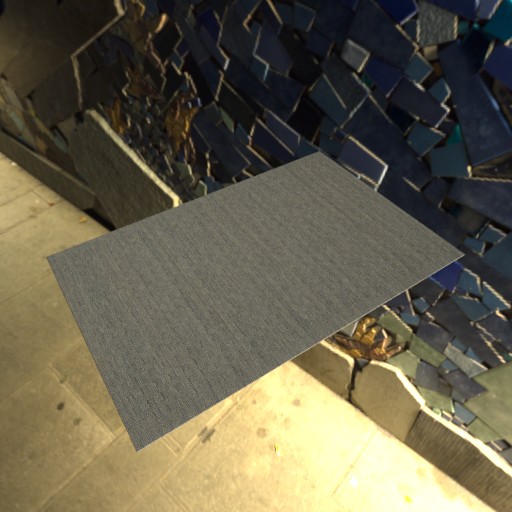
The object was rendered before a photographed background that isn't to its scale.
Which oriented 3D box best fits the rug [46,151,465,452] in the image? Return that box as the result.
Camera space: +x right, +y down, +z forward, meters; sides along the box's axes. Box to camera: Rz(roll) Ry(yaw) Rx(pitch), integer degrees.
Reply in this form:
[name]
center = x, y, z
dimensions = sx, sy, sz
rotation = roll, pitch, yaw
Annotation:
[rug]
center = 0.000, 0.000, 2.216
dimensions = 1.752, 0.006, 1.142
rotation = -25, 50, -23
